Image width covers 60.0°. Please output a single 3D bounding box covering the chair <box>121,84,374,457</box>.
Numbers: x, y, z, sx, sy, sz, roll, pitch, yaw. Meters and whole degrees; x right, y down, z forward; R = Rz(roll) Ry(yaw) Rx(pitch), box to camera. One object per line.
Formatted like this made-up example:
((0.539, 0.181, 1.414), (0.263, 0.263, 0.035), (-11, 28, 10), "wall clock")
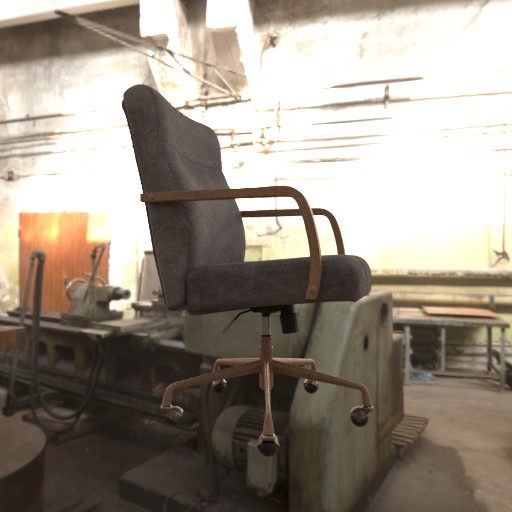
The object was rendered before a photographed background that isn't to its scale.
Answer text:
((0.000, 0.000, 1.445), (0.741, 1.029, 0.640), (0, -1, 18), "chair")
